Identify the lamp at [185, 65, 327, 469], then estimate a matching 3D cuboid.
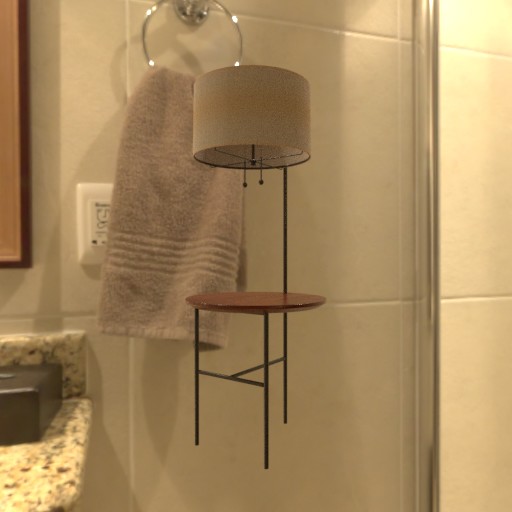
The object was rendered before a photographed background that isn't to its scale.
[{"bbox_3d":[0.000,0.000,1.822,0.573,1.517,0.573,0,0,0],"label":"lamp"}]
